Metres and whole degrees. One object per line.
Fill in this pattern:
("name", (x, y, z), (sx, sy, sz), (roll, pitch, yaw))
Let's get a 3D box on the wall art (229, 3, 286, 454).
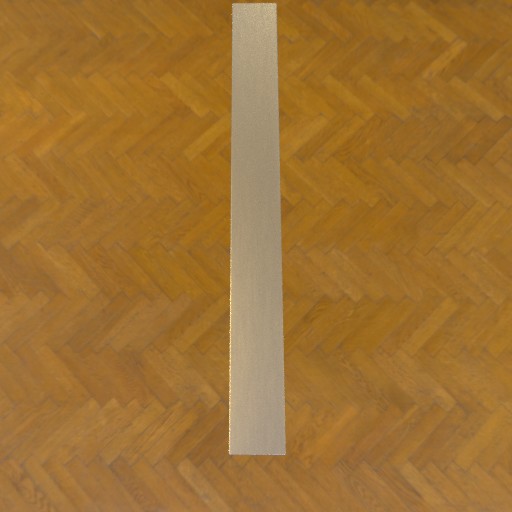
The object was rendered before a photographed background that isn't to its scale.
("wall art", (0.000, 0.000, 0.499), (0.038, 0.350, 0.350), (0, 76, 0))
